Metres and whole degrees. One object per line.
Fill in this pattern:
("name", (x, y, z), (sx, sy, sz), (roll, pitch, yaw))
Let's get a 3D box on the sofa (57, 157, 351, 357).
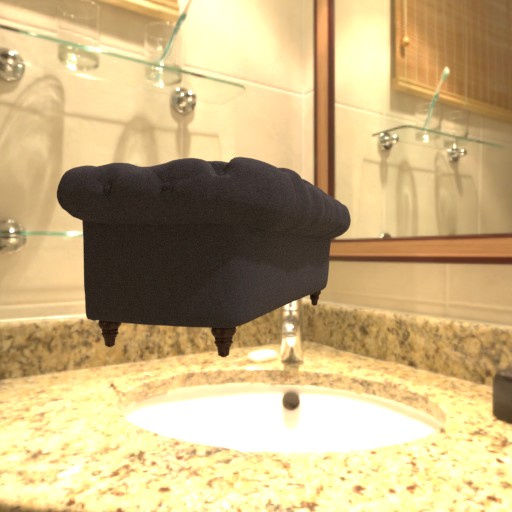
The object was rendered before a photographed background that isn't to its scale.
("sofa", (0.000, 0.000, 2.818), (1.046, 0.836, 2.335), (0, 1, 19))
